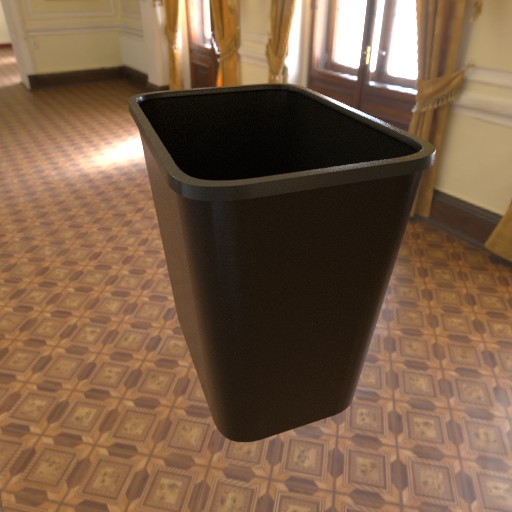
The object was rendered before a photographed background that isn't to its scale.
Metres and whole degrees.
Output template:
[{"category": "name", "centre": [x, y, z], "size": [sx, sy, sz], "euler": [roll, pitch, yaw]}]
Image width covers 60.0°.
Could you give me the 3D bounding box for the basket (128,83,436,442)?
[{"category": "basket", "centre": [0.000, 0.000, 0.498], "size": [0.211, 0.307, 0.300], "euler": [-11, 34, -17]}]
